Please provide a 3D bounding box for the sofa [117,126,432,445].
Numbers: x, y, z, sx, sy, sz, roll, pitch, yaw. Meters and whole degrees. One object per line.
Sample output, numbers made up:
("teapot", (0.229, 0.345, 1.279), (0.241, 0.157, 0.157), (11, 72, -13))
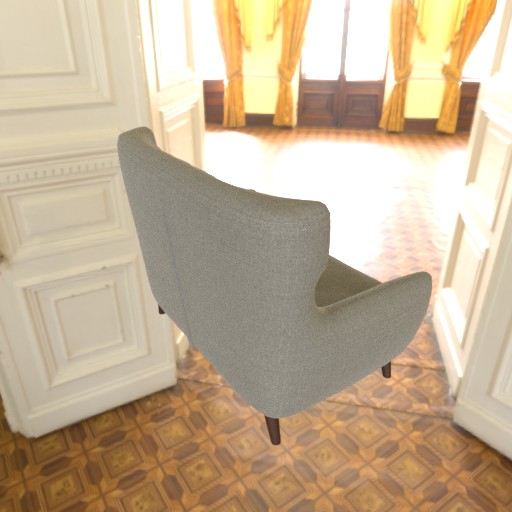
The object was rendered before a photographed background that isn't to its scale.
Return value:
("sofa", (0.000, 0.000, 2.066), (0.884, 1.028, 1.386), (-18, 32, -30))
